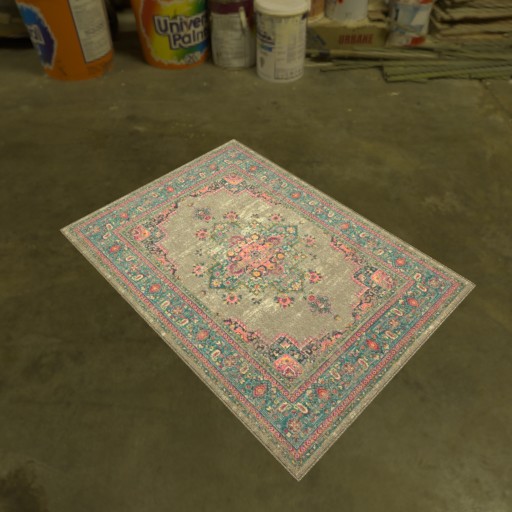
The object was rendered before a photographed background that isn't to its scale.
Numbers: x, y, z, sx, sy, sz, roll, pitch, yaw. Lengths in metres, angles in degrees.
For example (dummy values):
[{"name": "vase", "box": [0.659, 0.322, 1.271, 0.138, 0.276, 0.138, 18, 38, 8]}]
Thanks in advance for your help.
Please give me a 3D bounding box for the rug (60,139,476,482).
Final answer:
[{"name": "rug", "box": [0.000, 0.000, 2.868, 1.609, 0.013, 2.214, -35, 57, -28]}]
